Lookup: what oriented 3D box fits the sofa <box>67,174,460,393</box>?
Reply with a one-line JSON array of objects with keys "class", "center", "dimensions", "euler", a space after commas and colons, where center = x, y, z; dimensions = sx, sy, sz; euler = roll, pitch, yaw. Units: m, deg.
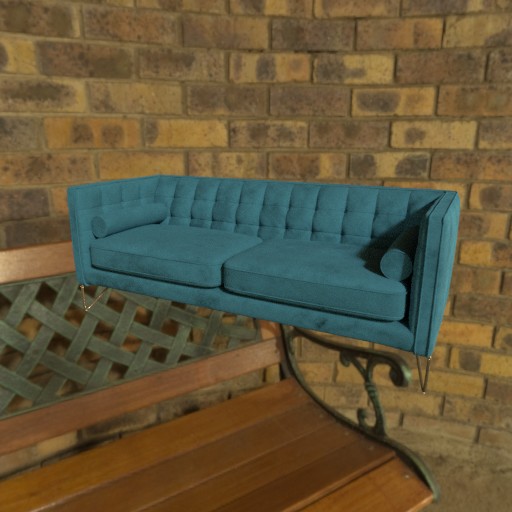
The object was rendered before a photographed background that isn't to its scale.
[{"class": "sofa", "center": [0.000, 0.000, 2.585], "dimensions": [2.087, 0.789, 0.867], "euler": [8, 18, 26]}]
